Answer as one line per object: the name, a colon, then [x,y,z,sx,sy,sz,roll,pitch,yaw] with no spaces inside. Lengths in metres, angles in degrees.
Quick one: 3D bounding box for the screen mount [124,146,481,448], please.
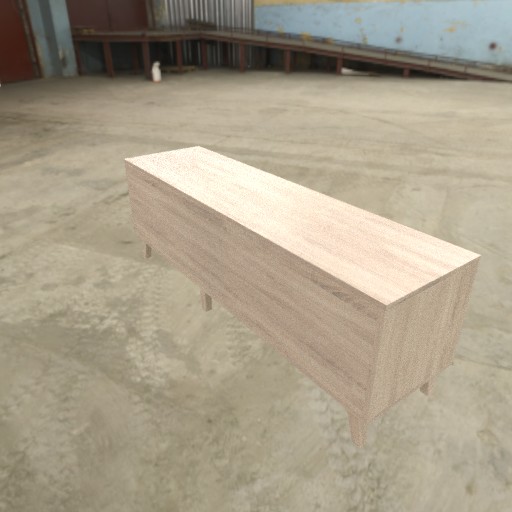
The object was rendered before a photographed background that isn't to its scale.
screen mount: [0.000,0.000,1.744,0.400,0.510,1.500,-19,33,-32]
